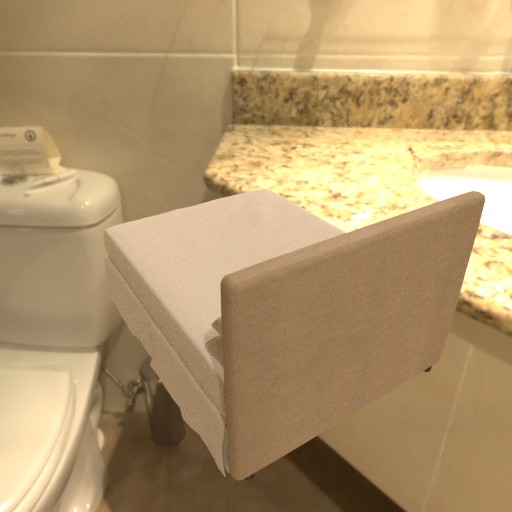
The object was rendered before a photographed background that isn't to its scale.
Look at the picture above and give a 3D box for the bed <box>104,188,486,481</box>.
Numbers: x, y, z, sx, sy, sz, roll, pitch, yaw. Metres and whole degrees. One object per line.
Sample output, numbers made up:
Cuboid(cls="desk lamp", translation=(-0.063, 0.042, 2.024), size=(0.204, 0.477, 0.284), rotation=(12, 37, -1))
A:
Cuboid(cls="bed", translation=(0.000, 0.000, 3.143), size=(1.713, 1.330, 2.162), rotation=(-18, 35, -28))
